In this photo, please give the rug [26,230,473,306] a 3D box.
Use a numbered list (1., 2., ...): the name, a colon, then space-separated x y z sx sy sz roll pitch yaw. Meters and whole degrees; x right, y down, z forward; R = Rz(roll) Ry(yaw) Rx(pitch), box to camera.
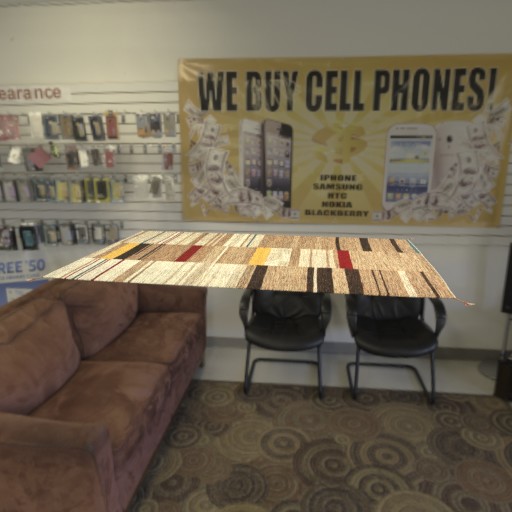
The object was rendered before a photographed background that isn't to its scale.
1. rug: 0.000 0.000 2.440 1.918 0.007 1.268 2 14 9
